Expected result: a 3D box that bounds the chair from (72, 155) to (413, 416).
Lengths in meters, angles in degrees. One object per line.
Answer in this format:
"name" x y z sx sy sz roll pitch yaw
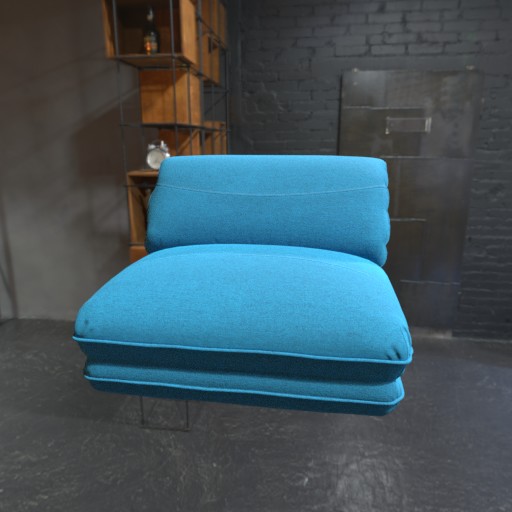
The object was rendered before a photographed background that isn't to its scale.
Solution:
"chair" 0.000 0.000 1.336 0.820 0.580 0.780 2 14 9
